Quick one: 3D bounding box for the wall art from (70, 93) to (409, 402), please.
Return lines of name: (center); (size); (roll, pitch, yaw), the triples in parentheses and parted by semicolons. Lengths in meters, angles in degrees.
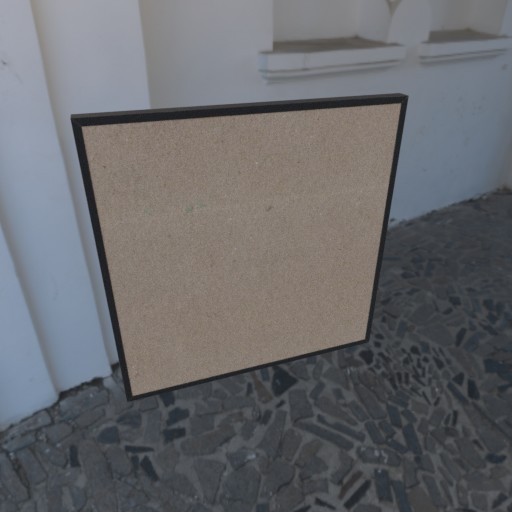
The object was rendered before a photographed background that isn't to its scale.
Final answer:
wall art: (0.000, 0.000, 1.155); (0.762, 0.762, 0.038); (-10, 31, -17)
